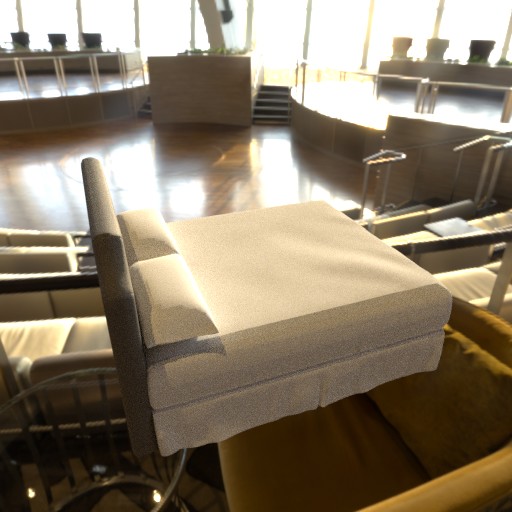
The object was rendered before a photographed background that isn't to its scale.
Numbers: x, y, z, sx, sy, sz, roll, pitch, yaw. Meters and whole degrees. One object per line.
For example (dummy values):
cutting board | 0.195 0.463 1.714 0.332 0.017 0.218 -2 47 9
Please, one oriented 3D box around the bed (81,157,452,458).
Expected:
bed | 0.000 0.000 3.817 2.536 1.561 2.194 -11 31 -19
